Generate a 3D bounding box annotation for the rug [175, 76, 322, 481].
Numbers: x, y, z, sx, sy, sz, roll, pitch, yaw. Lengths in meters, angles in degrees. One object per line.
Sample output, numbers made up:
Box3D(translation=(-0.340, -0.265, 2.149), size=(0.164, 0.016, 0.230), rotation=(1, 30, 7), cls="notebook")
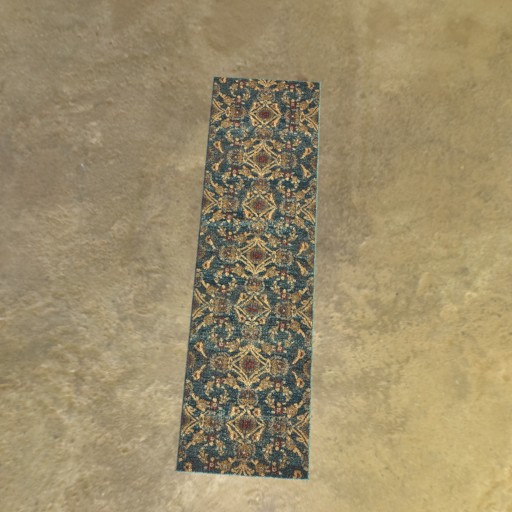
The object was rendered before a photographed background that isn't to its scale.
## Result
Box3D(translation=(0.000, 0.000, 2.508), size=(0.685, 0.014, 2.292), rotation=(3, 76, 1), cls="rug")
